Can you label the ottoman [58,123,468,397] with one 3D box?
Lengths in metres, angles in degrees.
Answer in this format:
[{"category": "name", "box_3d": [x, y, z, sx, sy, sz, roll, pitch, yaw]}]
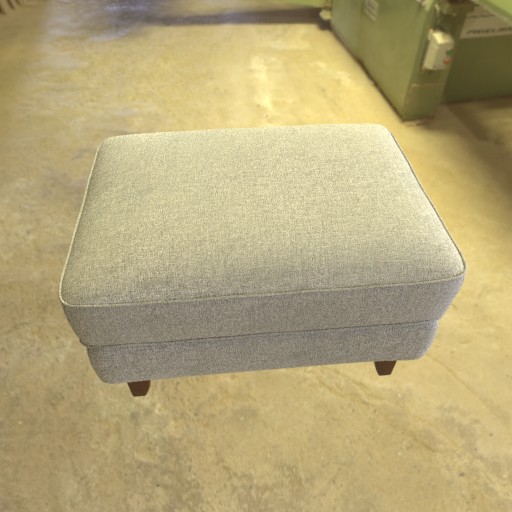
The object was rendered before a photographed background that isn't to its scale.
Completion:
[{"category": "ottoman", "box_3d": [0.000, 0.000, 1.286, 0.889, 0.561, 0.661, -4, 46, -4]}]
